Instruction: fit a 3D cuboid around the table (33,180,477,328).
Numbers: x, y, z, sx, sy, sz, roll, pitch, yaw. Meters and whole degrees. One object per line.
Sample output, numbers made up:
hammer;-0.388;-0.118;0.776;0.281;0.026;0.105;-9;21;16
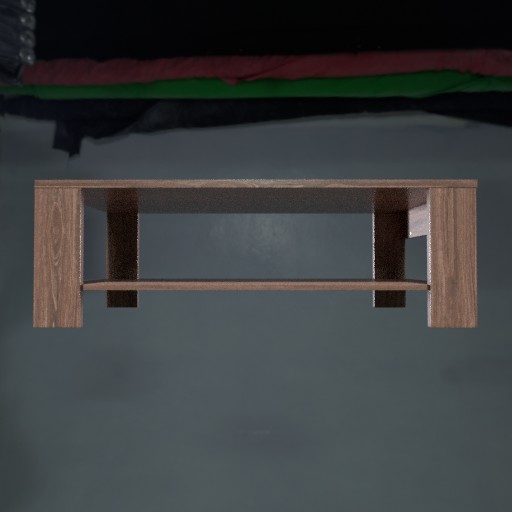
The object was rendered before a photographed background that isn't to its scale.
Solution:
table;0.000;0.000;1.497;1.200;0.400;0.600;0;-1;0
